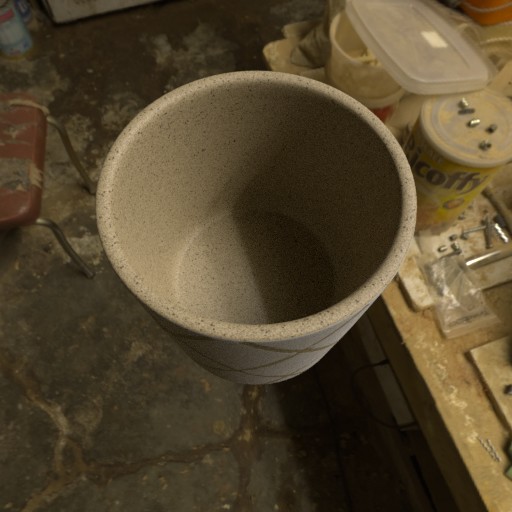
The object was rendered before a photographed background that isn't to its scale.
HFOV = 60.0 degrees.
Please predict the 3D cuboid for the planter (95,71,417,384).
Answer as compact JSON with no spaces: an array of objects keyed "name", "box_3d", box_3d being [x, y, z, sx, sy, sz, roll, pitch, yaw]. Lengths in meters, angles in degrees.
[{"name":"planter","box_3d":[0.000,0.000,0.421,0.228,0.235,0.228,0,64,0]}]
